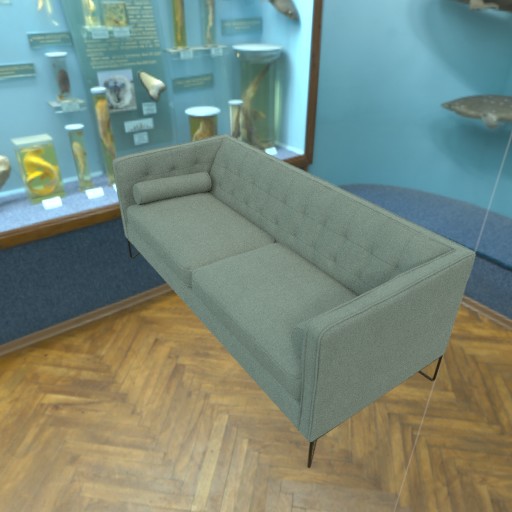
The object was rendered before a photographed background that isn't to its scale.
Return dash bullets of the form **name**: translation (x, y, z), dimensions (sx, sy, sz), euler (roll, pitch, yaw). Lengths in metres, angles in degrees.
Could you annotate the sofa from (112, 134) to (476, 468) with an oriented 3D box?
- **sofa**: translation (0.000, 0.000, 2.609), dimensions (0.912, 0.798, 2.079), euler (-20, 38, -29)
